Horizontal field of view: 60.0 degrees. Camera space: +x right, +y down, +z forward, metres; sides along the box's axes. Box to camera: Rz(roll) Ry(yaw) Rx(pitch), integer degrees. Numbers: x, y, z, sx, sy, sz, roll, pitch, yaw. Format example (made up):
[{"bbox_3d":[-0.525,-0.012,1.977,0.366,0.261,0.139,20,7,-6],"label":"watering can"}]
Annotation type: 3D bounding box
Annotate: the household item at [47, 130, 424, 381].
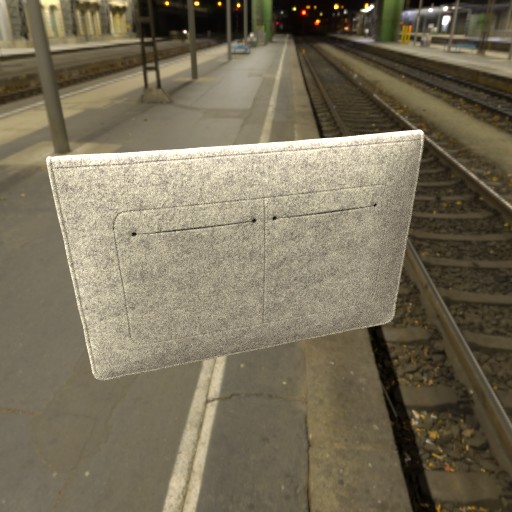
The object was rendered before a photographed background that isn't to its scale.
[{"bbox_3d":[0.000,0.000,0.433,0.335,0.221,0.057,-8,29,-15],"label":"household item"}]
